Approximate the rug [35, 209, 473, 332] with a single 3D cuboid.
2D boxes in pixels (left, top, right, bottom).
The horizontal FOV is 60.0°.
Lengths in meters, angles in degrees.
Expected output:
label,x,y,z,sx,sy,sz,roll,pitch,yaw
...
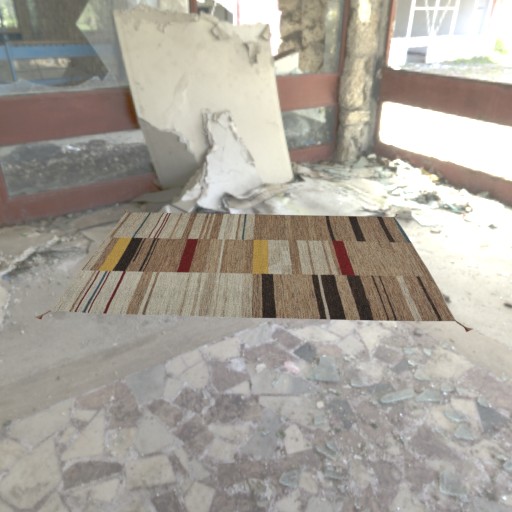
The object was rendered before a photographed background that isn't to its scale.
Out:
label,x,y,z,sx,sy,sz,roll,pitch,yaw
rug,0.000,0.000,2.464,1.918,0.007,1.268,1,29,2
